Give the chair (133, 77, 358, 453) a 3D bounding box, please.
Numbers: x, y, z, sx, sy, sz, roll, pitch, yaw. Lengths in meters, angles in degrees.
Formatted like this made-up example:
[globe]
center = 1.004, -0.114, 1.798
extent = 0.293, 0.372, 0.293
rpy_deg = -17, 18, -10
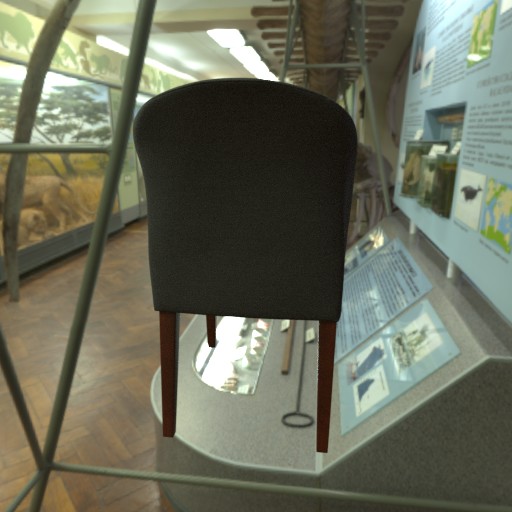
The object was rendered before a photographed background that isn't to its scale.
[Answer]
[chair]
center = 0.000, 0.000, 1.264
extent = 0.506, 0.879, 0.619
rpy_deg = 2, 15, 8
